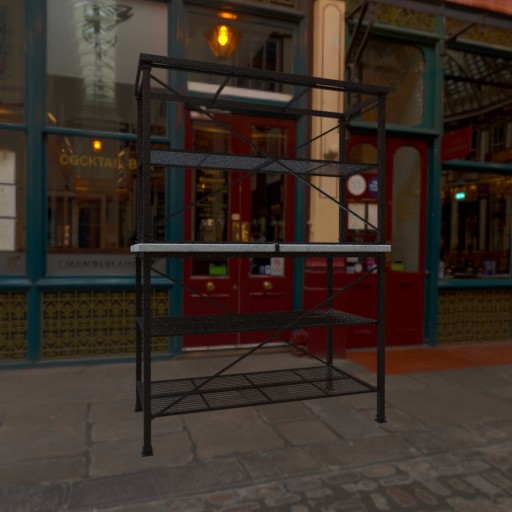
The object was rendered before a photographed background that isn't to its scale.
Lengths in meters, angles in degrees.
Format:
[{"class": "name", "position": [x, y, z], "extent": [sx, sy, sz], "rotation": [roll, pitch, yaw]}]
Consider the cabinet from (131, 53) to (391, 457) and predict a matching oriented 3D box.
[{"class": "cabinet", "position": [0.000, 0.000, 2.274], "extent": [1.210, 1.659, 0.610], "rotation": [0, 1, -18]}]
